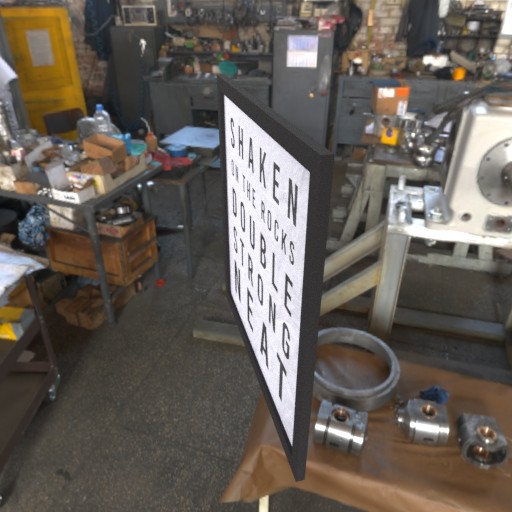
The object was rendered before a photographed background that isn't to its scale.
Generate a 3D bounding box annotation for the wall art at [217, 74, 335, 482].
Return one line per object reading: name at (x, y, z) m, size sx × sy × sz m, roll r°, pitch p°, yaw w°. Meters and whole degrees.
wall art at (0.000, 0.000, 0.681) m, size 0.013 × 0.458 × 0.456 m, roll -8°, pitch 31°, yaw -13°
